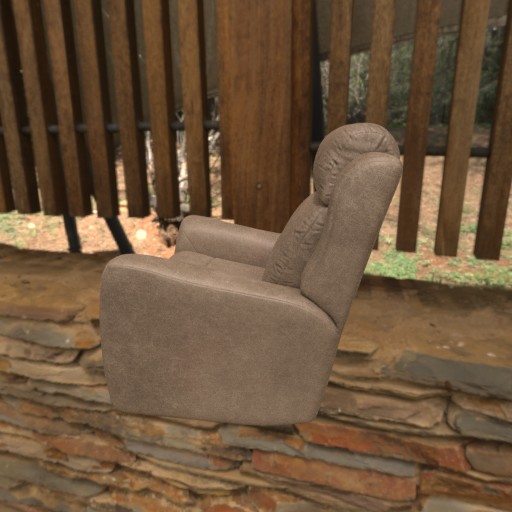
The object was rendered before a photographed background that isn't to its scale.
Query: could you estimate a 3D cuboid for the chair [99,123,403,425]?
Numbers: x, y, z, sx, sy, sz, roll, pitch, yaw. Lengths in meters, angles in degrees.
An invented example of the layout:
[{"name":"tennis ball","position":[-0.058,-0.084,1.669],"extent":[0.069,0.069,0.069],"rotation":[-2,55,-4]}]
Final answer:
[{"name":"chair","position":[0.000,0.000,1.951],"extent":[1.068,1.116,0.967],"rotation":[3,16,9]}]
